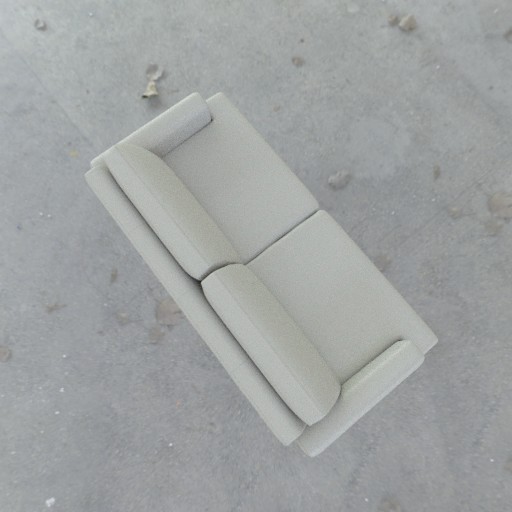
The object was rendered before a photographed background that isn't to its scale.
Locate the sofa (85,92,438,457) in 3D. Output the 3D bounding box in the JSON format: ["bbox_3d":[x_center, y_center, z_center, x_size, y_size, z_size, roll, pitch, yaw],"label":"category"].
[{"bbox_3d":[0.000,0.000,2.441,0.974,0.765,1.940,-37,78,-9],"label":"sofa"}]
